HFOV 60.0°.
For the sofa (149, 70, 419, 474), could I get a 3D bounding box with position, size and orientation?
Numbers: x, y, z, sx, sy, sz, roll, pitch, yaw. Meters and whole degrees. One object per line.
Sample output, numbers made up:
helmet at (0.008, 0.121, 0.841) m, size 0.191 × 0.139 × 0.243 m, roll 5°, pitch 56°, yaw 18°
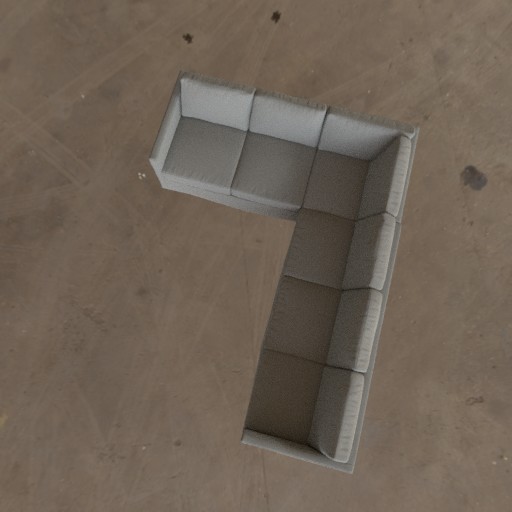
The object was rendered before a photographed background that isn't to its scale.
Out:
sofa at (0.000, 0.000, 4.183) m, size 2.432 × 0.871 × 3.182 m, roll 15°, pitch 76°, yaw 4°
